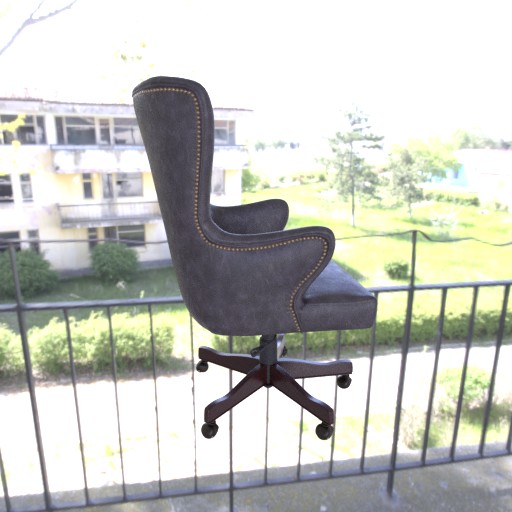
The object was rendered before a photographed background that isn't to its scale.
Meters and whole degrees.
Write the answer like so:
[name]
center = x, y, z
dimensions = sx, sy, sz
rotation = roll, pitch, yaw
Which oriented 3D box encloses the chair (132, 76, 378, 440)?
[chair]
center = 0.000, 0.000, 1.455
dimensions = 0.717, 1.037, 0.594
rotation = -3, 16, -9
